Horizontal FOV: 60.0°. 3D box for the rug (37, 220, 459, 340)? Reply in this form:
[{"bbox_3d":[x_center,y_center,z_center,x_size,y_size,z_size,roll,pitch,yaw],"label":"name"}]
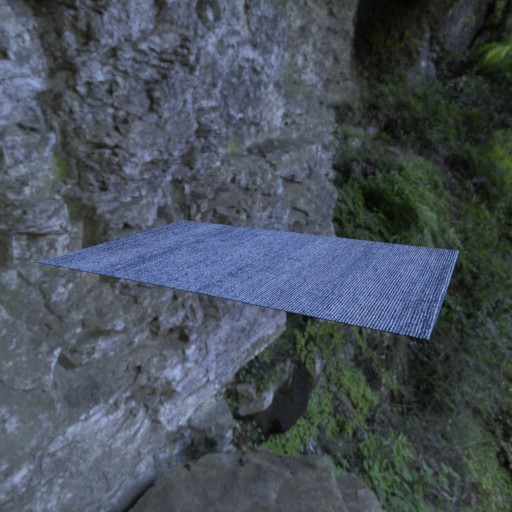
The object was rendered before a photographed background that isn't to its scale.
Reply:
[{"bbox_3d":[0.000,0.000,2.158,1.740,0.010,1.135,8,18,27],"label":"rug"}]
